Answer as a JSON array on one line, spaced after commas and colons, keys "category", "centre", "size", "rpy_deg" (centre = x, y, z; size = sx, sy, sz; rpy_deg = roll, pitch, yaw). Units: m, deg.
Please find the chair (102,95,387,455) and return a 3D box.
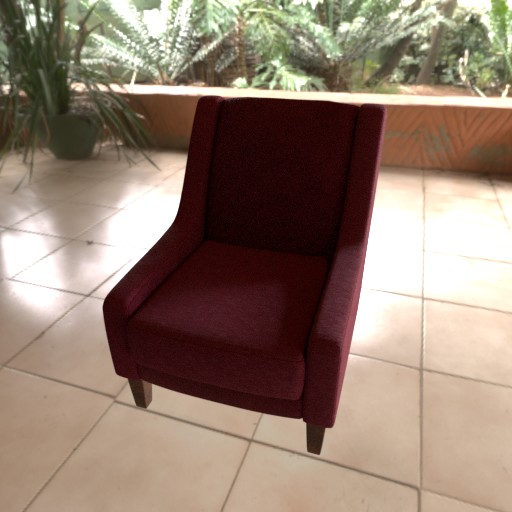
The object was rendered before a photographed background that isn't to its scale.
[{"category": "chair", "centre": [0.000, 0.000, 1.685], "size": [0.793, 1.017, 0.985], "rpy_deg": [9, 29, 16]}]
